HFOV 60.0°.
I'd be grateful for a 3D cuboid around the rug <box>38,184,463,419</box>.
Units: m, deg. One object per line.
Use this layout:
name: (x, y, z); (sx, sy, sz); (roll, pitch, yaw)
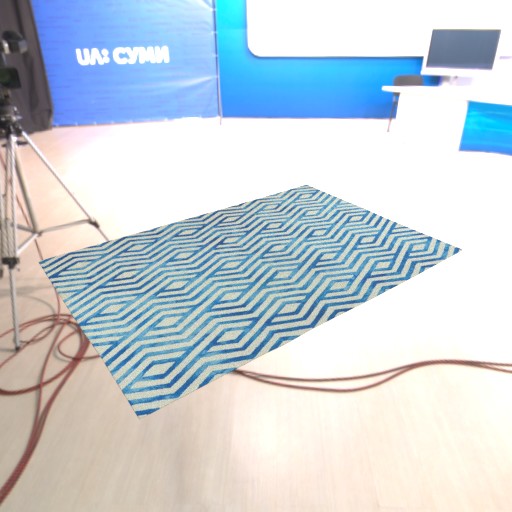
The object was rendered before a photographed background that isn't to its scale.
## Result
rug: (0.000, 0.000, 2.289); (1.830, 0.008, 1.225); (-20, 35, -31)
